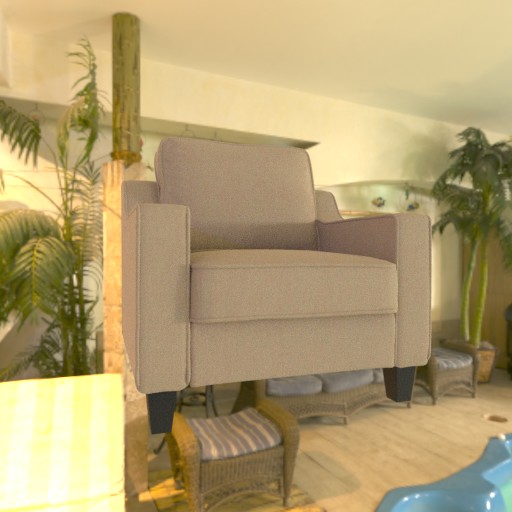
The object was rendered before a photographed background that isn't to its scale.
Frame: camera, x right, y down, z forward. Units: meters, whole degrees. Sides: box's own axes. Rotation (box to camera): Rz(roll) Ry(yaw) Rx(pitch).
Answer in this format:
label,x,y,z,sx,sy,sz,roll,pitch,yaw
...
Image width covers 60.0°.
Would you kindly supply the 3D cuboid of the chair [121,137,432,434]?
label,x,y,z,sx,sy,sz,roll,pitch,yaw
chair,0.000,0.000,1.641,0.922,0.948,0.882,0,0,-19
